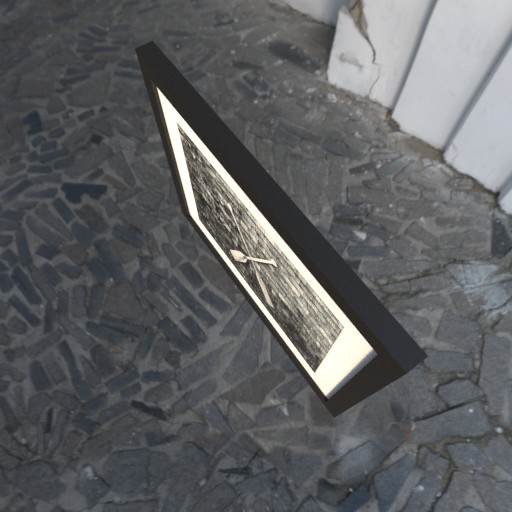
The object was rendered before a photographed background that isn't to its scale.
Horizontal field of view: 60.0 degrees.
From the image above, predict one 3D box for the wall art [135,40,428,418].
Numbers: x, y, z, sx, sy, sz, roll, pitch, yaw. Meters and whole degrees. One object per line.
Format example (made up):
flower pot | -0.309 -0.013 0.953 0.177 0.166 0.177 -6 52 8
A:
wall art | 0.000 0.000 0.745 0.029 0.457 0.558 -33 69 -14
